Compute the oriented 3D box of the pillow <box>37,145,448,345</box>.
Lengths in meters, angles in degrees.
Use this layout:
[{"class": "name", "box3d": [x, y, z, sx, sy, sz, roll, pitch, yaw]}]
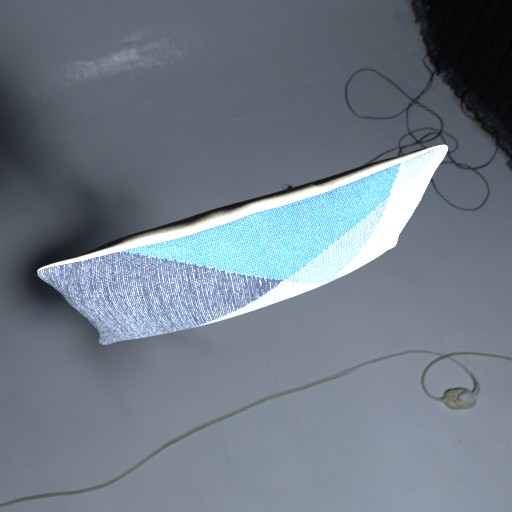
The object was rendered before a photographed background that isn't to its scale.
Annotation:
[{"class": "pillow", "box3d": [0.000, 0.000, 0.730, 0.604, 0.307, 0.148, -18, 64, -9]}]
